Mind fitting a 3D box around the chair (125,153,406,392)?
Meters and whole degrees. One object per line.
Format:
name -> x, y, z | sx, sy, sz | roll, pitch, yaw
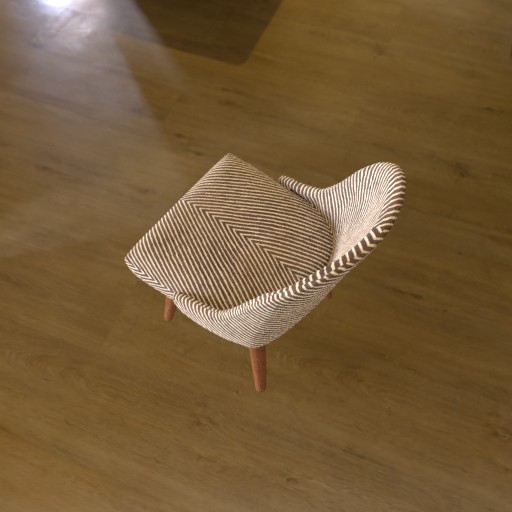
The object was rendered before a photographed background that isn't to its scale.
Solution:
chair -> 0.000, 0.000, 1.259 | 0.591, 0.883, 0.504 | 34, 68, 16
